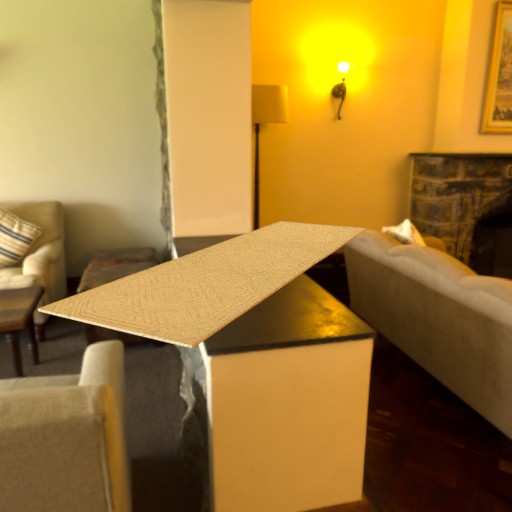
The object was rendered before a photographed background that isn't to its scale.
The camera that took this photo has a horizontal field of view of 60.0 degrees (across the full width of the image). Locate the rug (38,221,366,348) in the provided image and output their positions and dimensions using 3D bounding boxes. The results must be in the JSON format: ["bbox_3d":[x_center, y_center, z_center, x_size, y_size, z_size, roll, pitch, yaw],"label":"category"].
[{"bbox_3d":[0.000,0.000,2.706,0.775,0.012,2.452,7,15,26],"label":"rug"}]
